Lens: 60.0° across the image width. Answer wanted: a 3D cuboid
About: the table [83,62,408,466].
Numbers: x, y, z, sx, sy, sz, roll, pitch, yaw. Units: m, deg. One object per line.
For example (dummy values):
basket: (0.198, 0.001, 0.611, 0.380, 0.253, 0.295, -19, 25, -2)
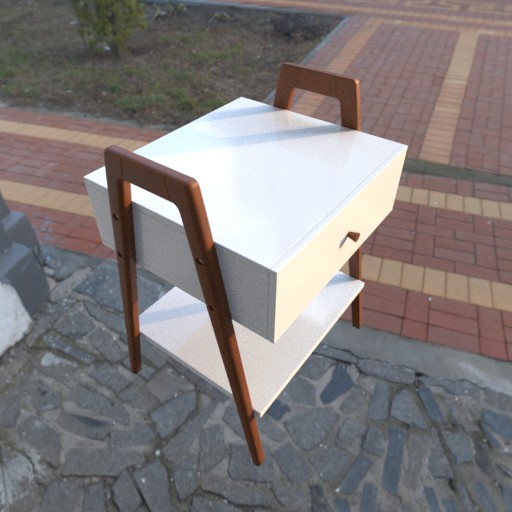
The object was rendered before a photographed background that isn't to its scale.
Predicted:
table: (0.000, 0.000, 0.896, 0.405, 0.610, 0.457, 26, 47, 27)
